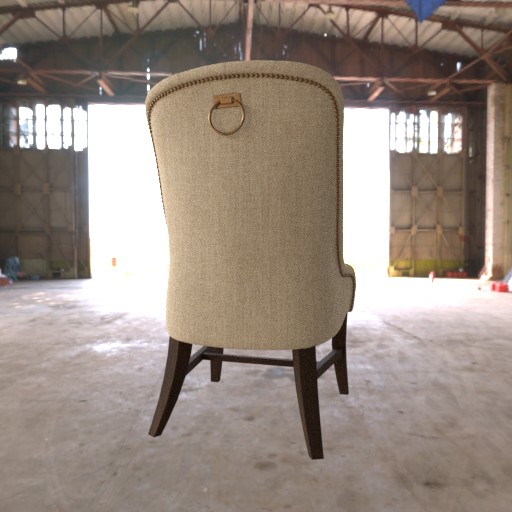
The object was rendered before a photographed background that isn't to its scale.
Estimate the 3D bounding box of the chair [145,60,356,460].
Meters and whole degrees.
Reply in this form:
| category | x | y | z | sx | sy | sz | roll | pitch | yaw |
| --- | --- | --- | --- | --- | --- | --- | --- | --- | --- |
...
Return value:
| category | x | y | z | sx | sy | sz | roll | pitch | yaw |
| --- | --- | --- | --- | --- | --- | --- | --- | --- | --- |
| chair | 0.000 | 0.000 | 1.517 | 0.634 | 1.091 | 0.629 | 0 | 2 | 17 |
